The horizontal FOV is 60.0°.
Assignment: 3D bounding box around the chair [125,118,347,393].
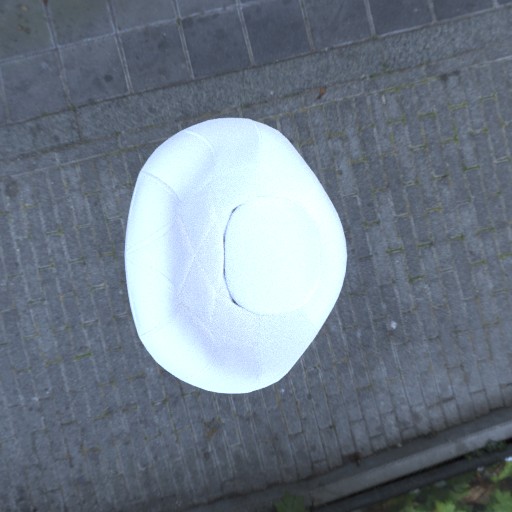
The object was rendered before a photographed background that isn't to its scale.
[{"bbox_3d":[0.000,0.000,1.830,0.736,1.261,0.940,0,90,1],"label":"chair"}]
